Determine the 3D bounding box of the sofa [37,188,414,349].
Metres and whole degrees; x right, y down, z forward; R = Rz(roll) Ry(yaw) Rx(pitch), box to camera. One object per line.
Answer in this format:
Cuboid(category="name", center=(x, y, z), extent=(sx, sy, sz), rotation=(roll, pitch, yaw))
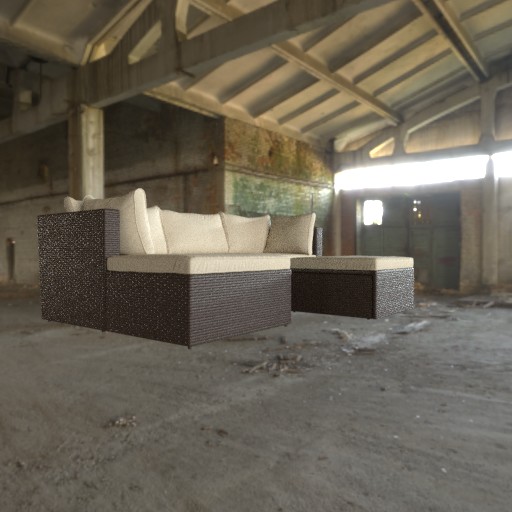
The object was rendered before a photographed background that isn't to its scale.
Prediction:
Cuboid(category="sofa", center=(0.000, 0.000, 3.014), extent=(1.612, 0.766, 2.192), rotation=(0, 1, 38))
